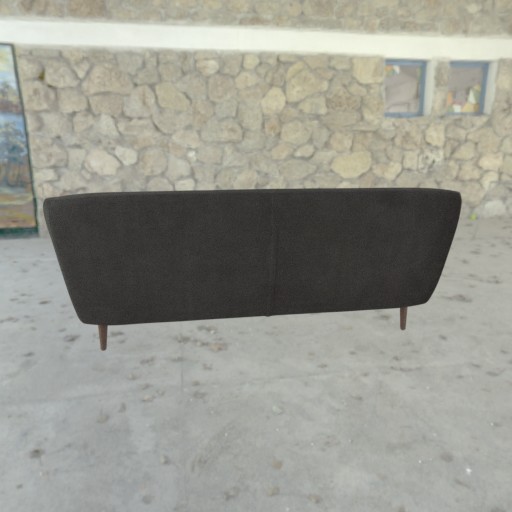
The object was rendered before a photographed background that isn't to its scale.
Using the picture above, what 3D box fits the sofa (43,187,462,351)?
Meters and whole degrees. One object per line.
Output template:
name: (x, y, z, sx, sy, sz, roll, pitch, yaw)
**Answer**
sofa: (0.000, 0.000, 2.672, 2.296, 0.875, 0.956, -2, 14, -9)
